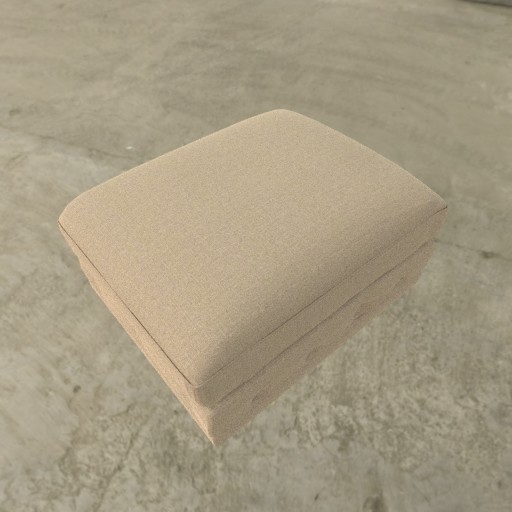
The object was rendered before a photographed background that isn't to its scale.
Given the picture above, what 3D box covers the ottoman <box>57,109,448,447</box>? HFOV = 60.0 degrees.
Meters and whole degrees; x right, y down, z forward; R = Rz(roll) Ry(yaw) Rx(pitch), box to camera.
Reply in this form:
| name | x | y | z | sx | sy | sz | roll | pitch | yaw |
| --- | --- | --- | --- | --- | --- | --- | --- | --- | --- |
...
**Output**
| name | x | y | z | sx | sy | sz | roll | pitch | yaw |
| --- | --- | --- | --- | --- | --- | --- | --- | --- | --- |
| ottoman | 0.000 | 0.000 | 1.047 | 0.684 | 0.463 | 0.541 | -31 | 54 | -26 |
